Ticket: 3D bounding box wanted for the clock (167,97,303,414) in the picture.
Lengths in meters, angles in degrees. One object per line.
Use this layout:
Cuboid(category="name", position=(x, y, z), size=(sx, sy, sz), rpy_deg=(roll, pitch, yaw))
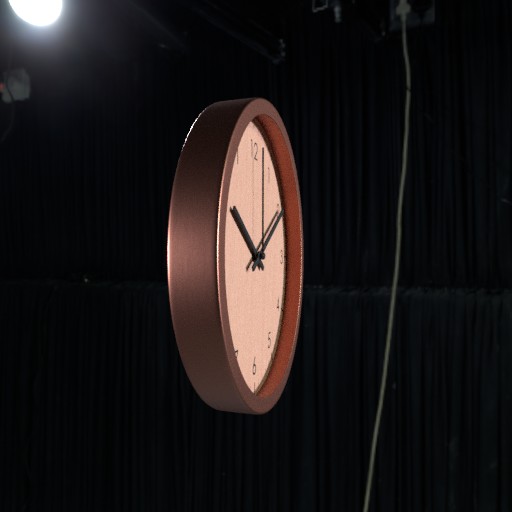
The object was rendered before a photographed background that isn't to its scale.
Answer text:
Cuboid(category="clock", position=(0.000, 0.000, 0.468), size=(0.040, 0.313, 0.313), rpy_deg=(0, 0, 17))
